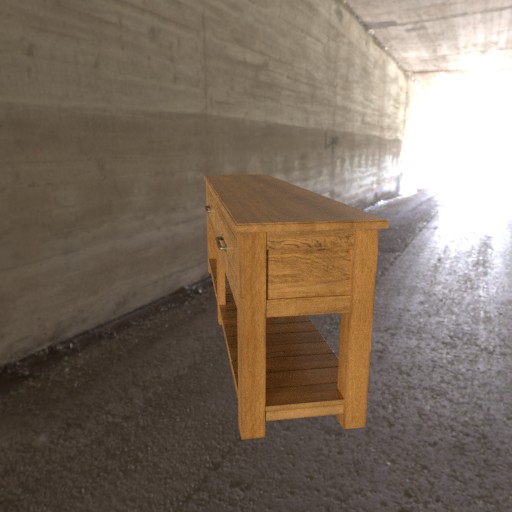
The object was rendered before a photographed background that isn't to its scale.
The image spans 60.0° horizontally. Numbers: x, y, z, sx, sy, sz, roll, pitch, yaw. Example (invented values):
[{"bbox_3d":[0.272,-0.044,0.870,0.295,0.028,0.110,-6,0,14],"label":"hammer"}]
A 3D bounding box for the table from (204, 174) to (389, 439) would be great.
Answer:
[{"bbox_3d":[0.000,0.000,2.085,0.425,0.635,1.815,-2,14,-9],"label":"table"}]
